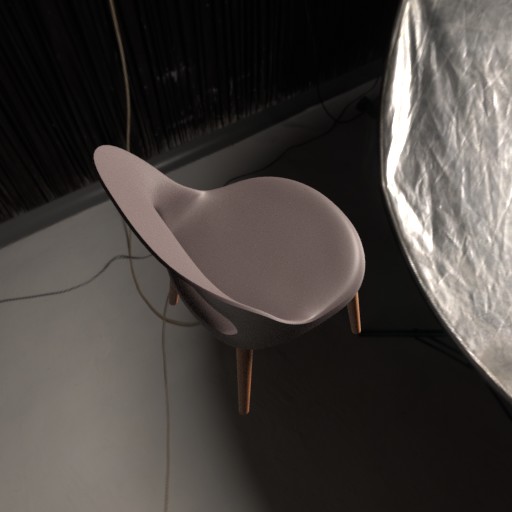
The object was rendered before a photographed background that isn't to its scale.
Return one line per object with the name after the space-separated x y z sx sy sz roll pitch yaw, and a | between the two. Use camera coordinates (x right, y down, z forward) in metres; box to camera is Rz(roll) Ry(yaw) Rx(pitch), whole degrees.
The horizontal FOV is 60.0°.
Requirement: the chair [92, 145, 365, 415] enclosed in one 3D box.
0.000 0.000 1.130 0.556 0.794 0.470 -30 62 -18 | chair
